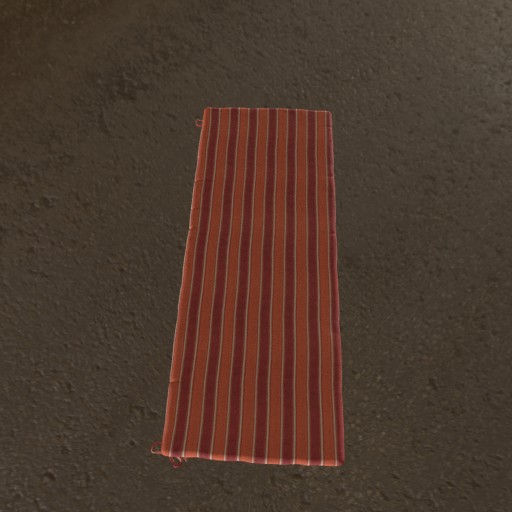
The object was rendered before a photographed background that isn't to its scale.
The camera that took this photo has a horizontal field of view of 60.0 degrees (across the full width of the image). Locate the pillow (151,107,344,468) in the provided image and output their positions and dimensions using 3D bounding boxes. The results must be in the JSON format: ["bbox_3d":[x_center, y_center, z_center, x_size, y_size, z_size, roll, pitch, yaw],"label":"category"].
[{"bbox_3d":[0.000,0.000,1.358,0.492,0.081,1.187,2,64,1],"label":"pillow"}]
